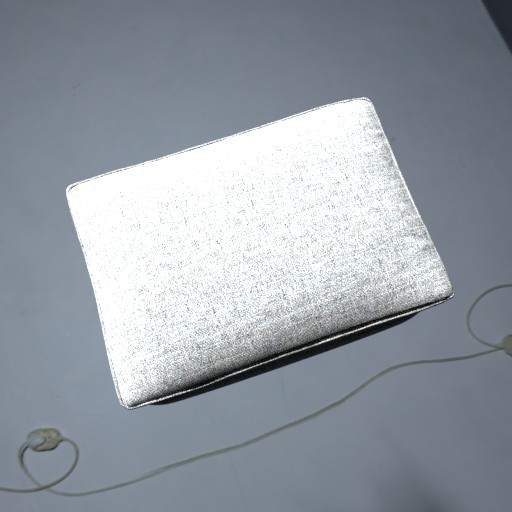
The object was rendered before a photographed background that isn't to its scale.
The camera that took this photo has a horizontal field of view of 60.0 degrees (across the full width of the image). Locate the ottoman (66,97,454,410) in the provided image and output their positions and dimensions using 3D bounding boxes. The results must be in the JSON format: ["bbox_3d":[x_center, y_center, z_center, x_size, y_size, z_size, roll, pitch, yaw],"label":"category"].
[{"bbox_3d":[0.000,0.000,1.019,0.686,0.406,0.508,-18,77,-4],"label":"ottoman"}]
